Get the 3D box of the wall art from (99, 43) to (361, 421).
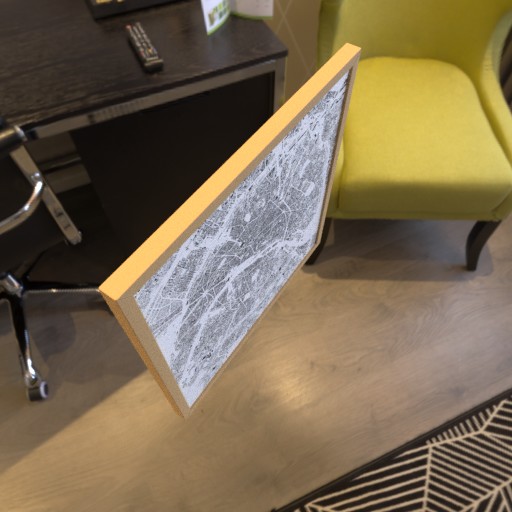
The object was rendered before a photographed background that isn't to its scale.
[{"bbox_3d":[0.000,0.000,1.136,0.037,0.761,0.761,30,62,18],"label":"wall art"}]
